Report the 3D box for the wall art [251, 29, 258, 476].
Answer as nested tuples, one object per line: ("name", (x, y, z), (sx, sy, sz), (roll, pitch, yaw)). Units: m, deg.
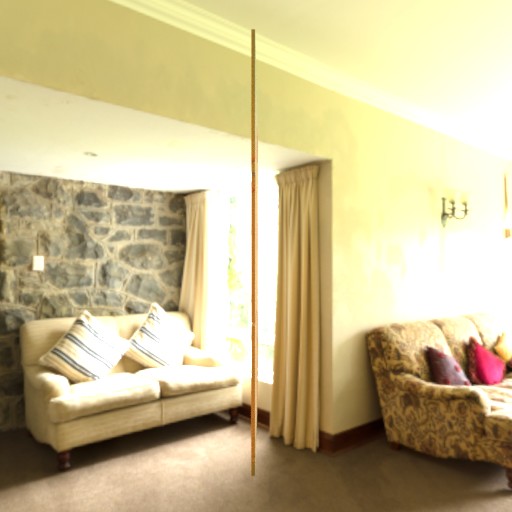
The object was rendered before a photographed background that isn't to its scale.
("wall art", (0.000, 0.000, 2.268), (0.013, 1.523, 1.517), (0, -2, 1))
